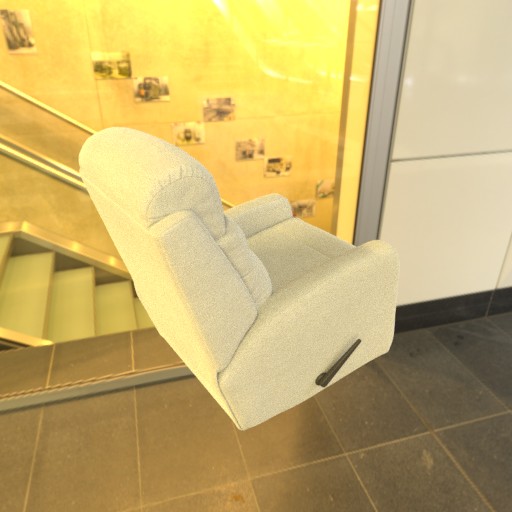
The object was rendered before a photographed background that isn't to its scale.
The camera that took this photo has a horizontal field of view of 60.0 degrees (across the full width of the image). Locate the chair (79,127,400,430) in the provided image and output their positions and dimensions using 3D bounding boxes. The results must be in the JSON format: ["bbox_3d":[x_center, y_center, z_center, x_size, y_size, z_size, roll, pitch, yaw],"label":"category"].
[{"bbox_3d":[0.000,0.000,1.714,1.043,1.013,0.798,-18,33,-31],"label":"chair"}]
